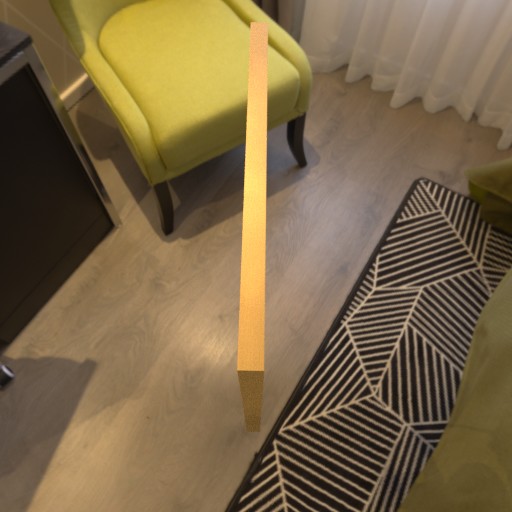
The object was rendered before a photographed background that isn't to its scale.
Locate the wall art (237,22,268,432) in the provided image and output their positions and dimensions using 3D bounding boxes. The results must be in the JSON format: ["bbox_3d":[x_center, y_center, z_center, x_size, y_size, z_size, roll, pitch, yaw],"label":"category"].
[{"bbox_3d":[0.000,0.000,1.136,0.038,0.762,0.762,1,62,1],"label":"wall art"}]
